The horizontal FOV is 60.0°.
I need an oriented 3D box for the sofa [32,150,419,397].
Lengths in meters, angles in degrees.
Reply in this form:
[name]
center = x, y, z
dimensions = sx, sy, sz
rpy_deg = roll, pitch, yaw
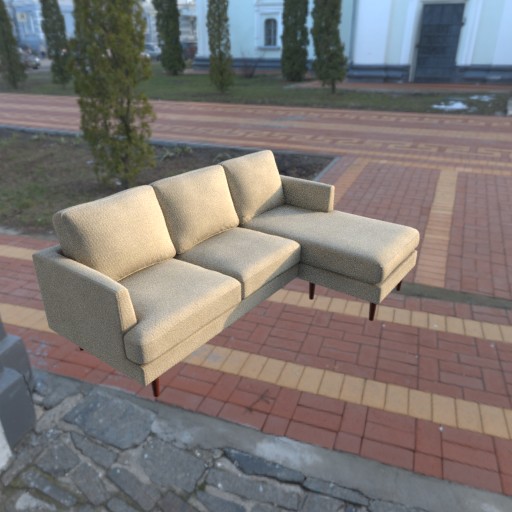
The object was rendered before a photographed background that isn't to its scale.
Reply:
[sofa]
center = 0.000, 0.000, 2.966
dimensions = 1.504, 0.956, 2.233
rpy_deg = 18, 30, 32
